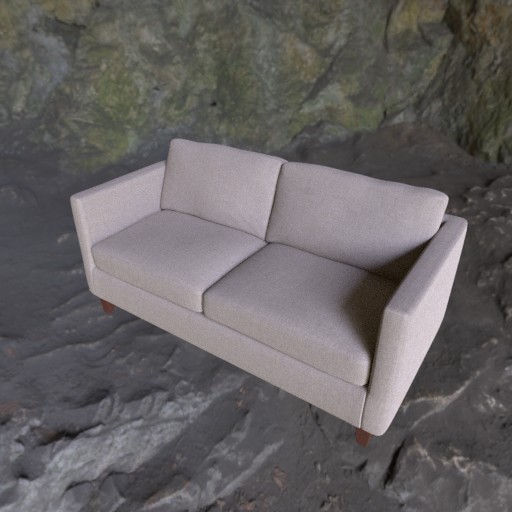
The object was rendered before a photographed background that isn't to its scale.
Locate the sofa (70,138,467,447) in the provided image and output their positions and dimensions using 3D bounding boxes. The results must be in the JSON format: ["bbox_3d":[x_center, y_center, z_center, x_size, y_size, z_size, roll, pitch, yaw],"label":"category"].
[{"bbox_3d":[0.000,0.000,2.407,1.884,0.947,0.951,19,35,29],"label":"sofa"}]
